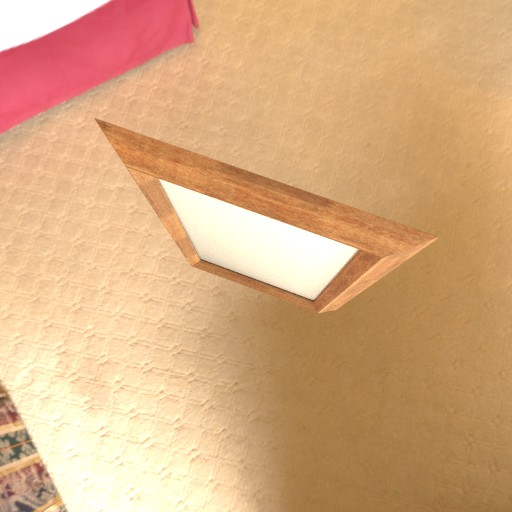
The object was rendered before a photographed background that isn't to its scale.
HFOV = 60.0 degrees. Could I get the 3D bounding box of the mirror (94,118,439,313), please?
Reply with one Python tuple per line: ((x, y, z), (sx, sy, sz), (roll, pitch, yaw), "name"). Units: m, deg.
((0.000, 0.000, 1.269), (0.651, 1.010, 0.047), (20, 77, 5), "mirror")
